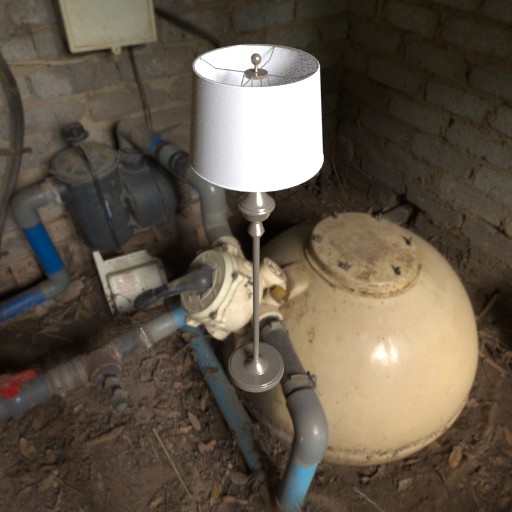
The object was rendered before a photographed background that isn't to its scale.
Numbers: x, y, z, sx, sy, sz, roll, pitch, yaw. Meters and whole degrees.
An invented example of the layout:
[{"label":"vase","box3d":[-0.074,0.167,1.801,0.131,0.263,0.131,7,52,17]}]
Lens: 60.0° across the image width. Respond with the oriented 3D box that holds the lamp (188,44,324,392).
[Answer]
[{"label":"lamp","box3d":[0.000,0.000,1.711,0.431,1.488,0.431,0,42,0]}]
